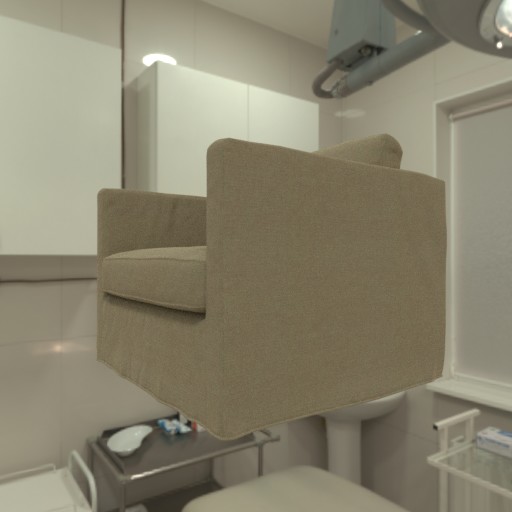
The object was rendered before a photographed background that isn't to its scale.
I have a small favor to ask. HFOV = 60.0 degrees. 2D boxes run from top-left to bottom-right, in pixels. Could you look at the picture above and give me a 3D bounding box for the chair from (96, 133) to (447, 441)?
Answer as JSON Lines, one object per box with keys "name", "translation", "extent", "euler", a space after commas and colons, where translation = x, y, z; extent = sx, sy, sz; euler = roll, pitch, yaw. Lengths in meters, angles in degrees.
{"name": "chair", "translation": [0.000, 0.000, 1.704], "extent": [0.949, 0.863, 1.057], "euler": [0, 0, -36]}
